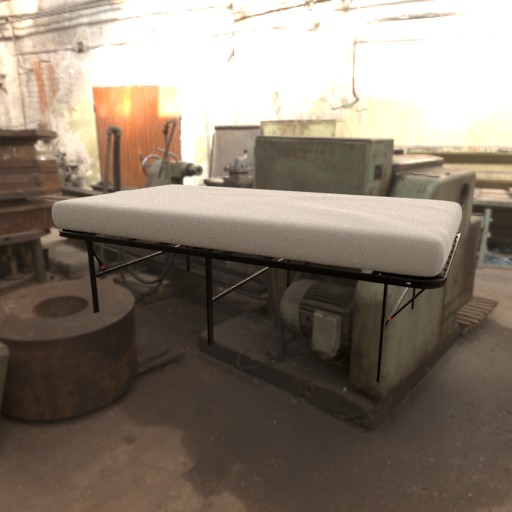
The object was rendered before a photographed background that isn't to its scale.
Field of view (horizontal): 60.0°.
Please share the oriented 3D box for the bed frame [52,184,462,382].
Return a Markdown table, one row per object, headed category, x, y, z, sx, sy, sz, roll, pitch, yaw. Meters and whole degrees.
| category | x | y | z | sx | sy | sz | roll | pitch | yaw |
| --- | --- | --- | --- | --- | --- | --- | --- | --- | --- |
| bed frame | 0.000 | 0.000 | 2.341 | 1.903 | 0.619 | 0.989 | 8 | 17 | 26 |
